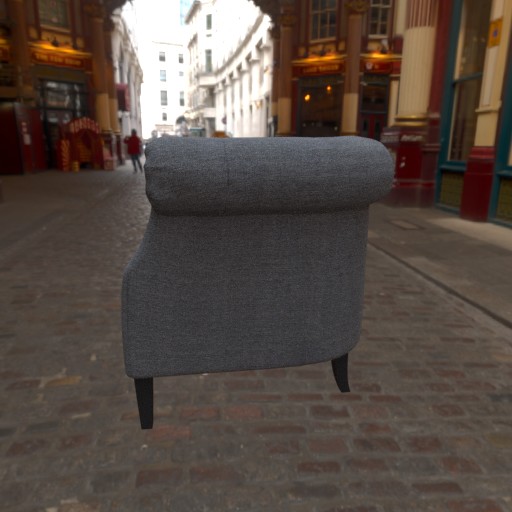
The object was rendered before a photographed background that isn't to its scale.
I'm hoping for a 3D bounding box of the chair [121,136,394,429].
[{"bbox_3d":[0.000,0.000,1.580,0.852,0.827,0.905,-2,15,-8],"label":"chair"}]
